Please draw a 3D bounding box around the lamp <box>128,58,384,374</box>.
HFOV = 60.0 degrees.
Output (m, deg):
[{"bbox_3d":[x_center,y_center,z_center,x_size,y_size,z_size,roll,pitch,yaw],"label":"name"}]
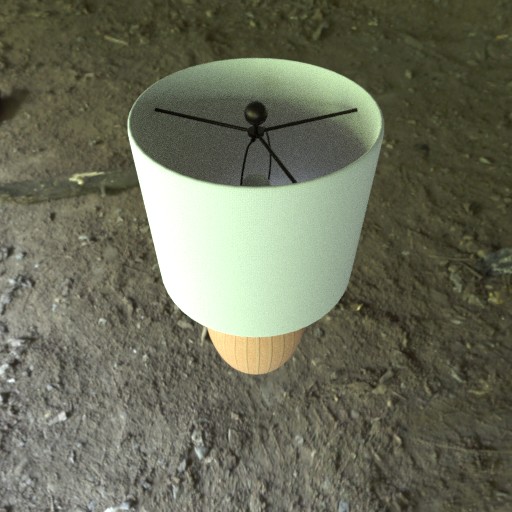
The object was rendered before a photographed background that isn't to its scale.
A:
[{"bbox_3d":[0.000,0.000,0.773,0.329,0.570,0.329,0,47,0],"label":"lamp"}]
